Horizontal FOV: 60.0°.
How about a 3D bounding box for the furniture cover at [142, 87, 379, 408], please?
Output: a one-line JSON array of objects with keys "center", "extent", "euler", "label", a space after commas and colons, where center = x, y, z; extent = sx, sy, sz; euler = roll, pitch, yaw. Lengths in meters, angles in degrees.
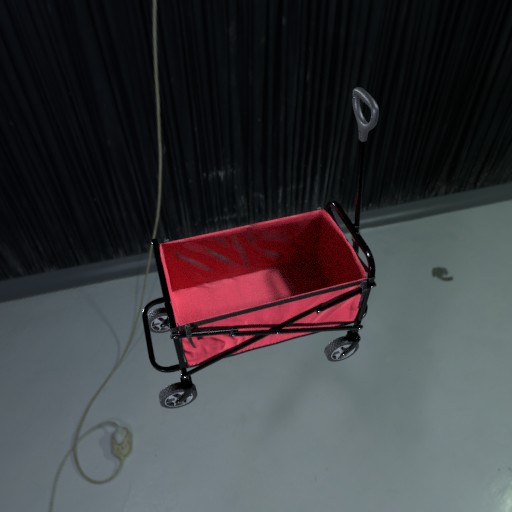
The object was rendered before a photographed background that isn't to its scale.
[{"center": [0.000, 0.000, 1.819], "extent": [1.038, 1.295, 0.532], "euler": [-13, 48, -12], "label": "furniture cover"}]
